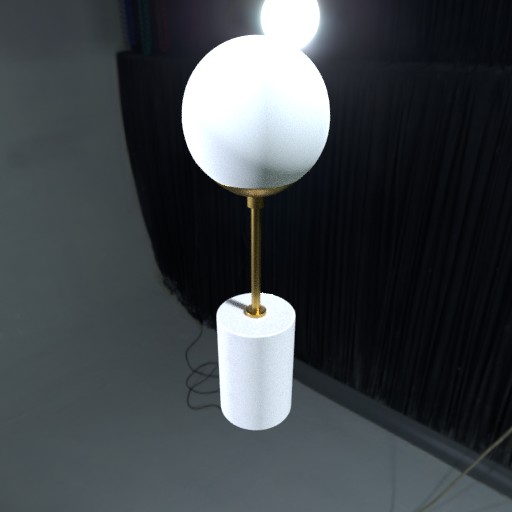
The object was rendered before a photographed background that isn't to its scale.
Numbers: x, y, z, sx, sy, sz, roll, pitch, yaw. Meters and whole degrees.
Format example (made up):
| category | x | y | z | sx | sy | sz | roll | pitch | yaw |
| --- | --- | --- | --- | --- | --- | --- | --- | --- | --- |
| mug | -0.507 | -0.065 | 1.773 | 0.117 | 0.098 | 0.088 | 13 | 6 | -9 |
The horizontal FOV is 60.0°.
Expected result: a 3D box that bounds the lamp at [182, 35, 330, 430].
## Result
| category | x | y | z | sx | sy | sz | roll | pitch | yaw |
| --- | --- | --- | --- | --- | --- | --- | --- | --- | --- |
| lamp | 0.000 | 0.000 | 0.538 | 0.153 | 0.480 | 0.153 | 0 | 27 | 0 |
